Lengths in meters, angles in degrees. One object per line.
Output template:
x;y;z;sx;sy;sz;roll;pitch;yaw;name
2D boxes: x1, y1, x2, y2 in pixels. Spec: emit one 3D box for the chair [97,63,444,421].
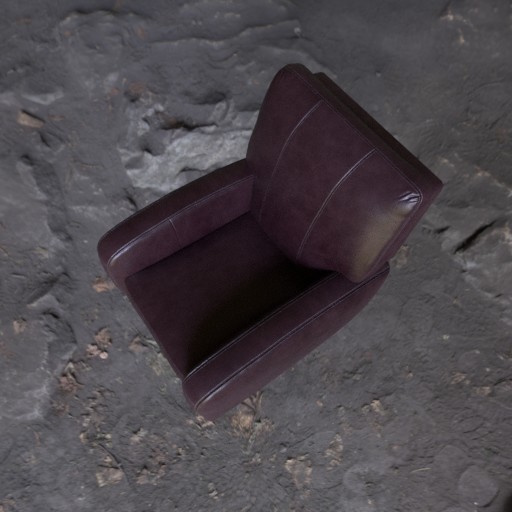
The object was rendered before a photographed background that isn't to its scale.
0.000;0.000;1.679;0.990;0.990;0.762;-33;69;-15;chair
